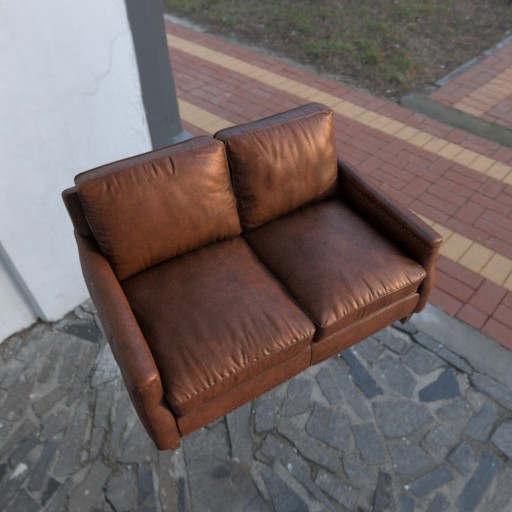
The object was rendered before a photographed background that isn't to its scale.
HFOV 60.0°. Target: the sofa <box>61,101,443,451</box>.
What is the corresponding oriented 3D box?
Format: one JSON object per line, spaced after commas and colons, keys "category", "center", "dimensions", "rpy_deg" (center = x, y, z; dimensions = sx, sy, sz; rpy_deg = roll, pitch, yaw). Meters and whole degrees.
{"category": "sofa", "center": [0.000, 0.000, 2.268], "dimensions": [1.628, 1.003, 1.083], "rpy_deg": [-23, 51, -20]}
